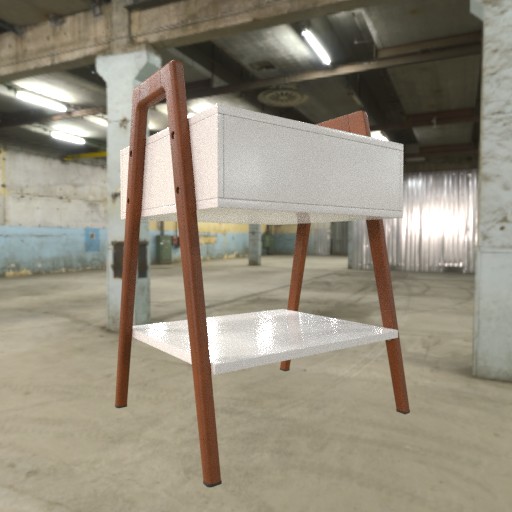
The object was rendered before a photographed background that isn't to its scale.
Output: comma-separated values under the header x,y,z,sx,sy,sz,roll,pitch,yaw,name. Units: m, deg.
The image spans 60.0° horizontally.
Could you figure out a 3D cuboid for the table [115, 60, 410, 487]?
x,y,z,sx,sy,sz,roll,pitch,yaw,name
0.000,0.000,0.886,0.457,0.610,0.405,-1,2,-36,table
